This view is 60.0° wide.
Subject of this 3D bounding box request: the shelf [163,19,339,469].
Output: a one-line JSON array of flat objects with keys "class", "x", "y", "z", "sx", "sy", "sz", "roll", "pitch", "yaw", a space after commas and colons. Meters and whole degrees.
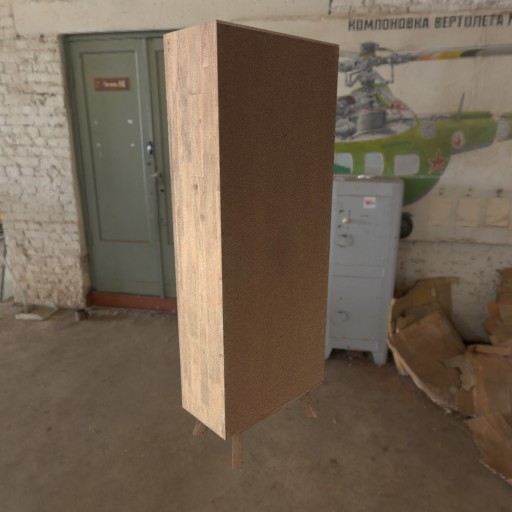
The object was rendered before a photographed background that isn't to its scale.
[{"class": "shelf", "x": 0.000, "y": 0.000, "z": 1.507, "sx": 0.491, "sy": 1.342, "sz": 0.267, "roll": -14, "pitch": 21, "yaw": -41}]
